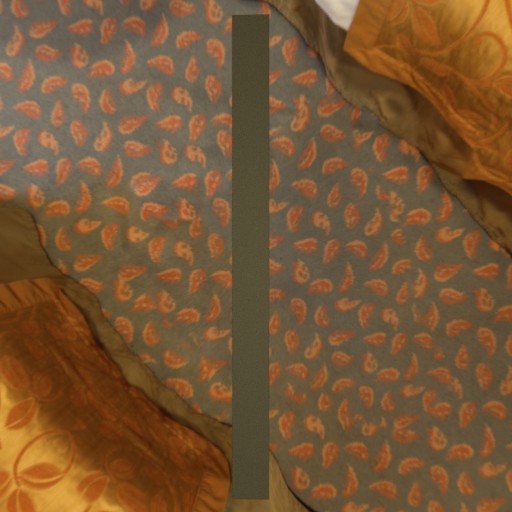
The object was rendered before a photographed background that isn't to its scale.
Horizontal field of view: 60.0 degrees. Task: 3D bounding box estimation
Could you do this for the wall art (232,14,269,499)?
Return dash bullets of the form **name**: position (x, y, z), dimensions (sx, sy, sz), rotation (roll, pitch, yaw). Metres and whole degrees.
- **wall art**: position (0.000, 0.000, 0.513), dimensions (0.029, 0.330, 0.381), rotation (0, 91, 1)
